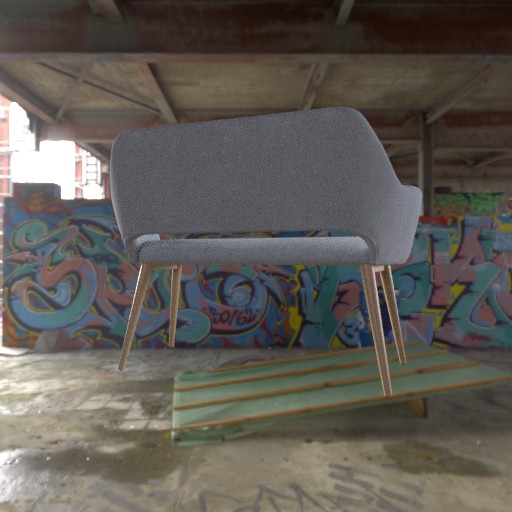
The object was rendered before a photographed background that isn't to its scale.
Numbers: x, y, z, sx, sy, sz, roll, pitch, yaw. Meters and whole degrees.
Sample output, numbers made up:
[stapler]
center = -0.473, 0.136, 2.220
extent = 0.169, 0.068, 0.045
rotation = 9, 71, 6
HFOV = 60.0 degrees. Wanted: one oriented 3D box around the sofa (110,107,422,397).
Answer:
[sofa]
center = 0.000, 0.000, 1.631
extent = 1.150, 0.840, 0.610
rotation = 0, 0, 19
